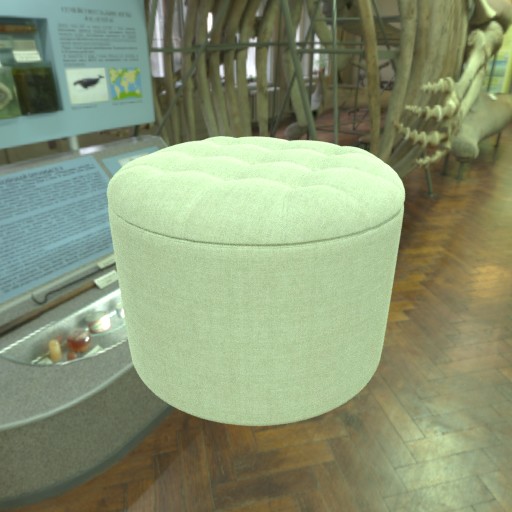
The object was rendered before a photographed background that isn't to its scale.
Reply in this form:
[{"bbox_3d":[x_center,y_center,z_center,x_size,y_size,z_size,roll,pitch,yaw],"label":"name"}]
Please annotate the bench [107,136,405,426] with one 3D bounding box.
[{"bbox_3d":[0.000,0.000,0.999,0.600,0.453,0.600,0,26,0],"label":"bench"}]
